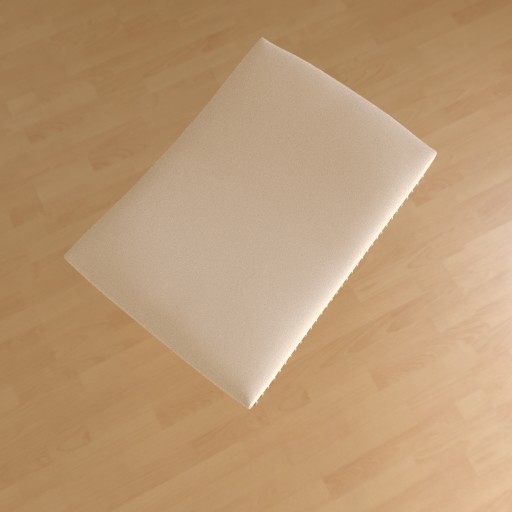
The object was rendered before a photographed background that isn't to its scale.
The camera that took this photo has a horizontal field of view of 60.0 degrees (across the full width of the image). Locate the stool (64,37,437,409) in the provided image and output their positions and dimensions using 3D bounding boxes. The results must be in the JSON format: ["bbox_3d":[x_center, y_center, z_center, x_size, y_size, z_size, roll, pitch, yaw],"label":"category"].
[{"bbox_3d":[0.000,0.000,1.017,0.372,0.742,0.504,37,79,9],"label":"stool"}]
